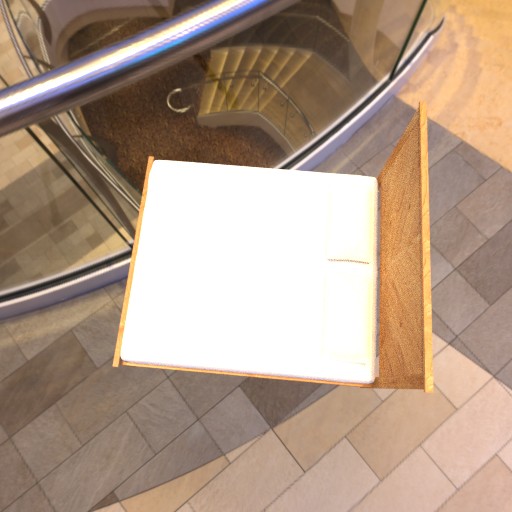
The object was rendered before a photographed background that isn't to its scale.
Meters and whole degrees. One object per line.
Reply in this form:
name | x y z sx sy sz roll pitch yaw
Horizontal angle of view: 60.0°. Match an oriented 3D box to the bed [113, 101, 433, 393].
bed | 0.000 0.000 4.178 2.530 1.938 2.225 5 74 1
